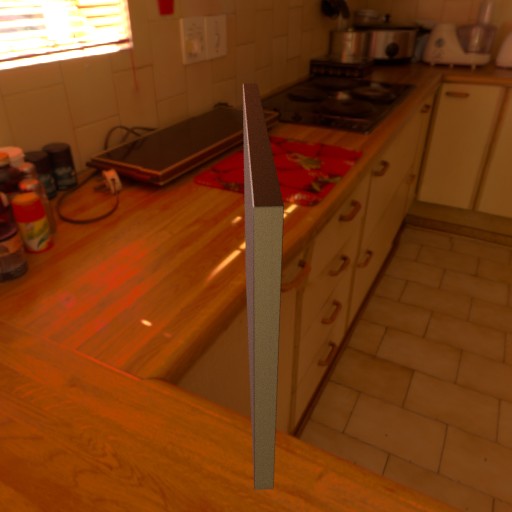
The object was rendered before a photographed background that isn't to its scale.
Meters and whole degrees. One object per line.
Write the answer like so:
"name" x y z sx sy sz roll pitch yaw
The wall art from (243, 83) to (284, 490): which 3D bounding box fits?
"wall art" 0.000 0.000 0.763 0.029 0.458 0.559 -1 32 -2
